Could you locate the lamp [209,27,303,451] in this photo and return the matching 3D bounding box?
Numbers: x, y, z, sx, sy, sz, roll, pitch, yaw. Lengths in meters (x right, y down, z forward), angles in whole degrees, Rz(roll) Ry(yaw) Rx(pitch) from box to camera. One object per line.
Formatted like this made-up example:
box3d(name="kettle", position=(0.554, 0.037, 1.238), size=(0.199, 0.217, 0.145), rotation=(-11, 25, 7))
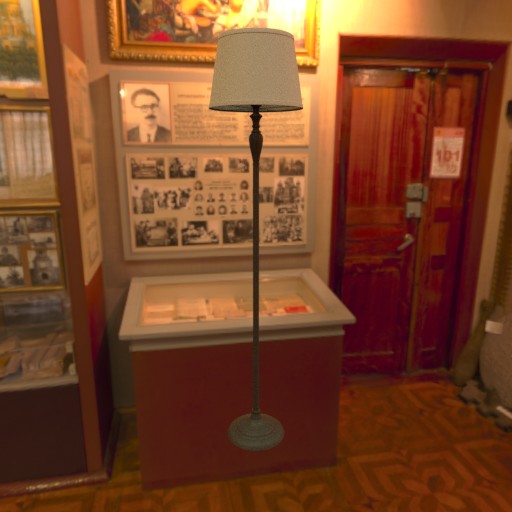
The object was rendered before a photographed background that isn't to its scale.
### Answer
box3d(name="lamp", position=(0.000, 0.000, 1.662), size=(0.327, 1.506, 0.327), rotation=(-2, 14, -9))
